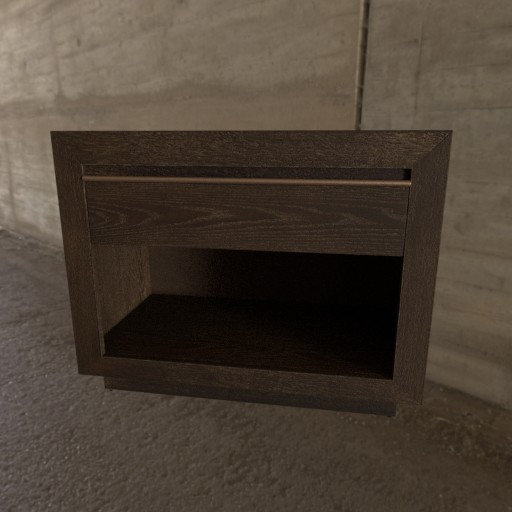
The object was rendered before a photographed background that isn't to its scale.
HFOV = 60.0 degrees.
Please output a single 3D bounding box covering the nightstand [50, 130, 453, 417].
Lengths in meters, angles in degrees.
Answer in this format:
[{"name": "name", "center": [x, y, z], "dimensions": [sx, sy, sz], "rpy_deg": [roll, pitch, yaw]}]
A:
[{"name": "nightstand", "center": [0.000, 0.000, 1.130], "dimensions": [0.775, 0.612, 0.457], "rpy_deg": [2, 15, 9]}]
